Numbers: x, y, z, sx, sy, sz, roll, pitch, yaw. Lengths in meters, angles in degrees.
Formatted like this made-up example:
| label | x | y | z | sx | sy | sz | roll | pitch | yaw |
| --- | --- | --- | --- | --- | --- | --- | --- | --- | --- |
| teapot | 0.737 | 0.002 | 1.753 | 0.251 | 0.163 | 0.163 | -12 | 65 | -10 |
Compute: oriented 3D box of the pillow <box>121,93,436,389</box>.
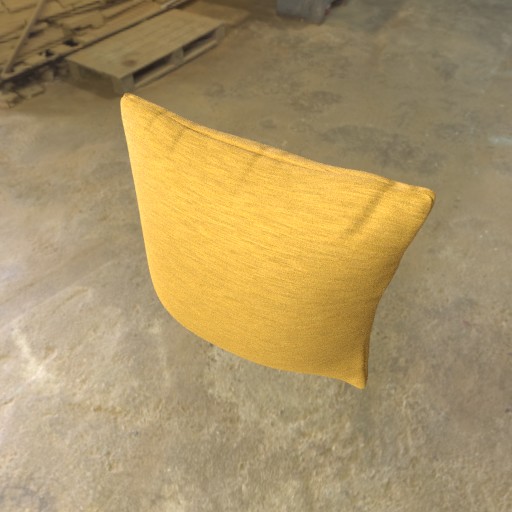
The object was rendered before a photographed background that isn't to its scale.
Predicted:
| label | x | y | z | sx | sy | sz | roll | pitch | yaw |
| --- | --- | --- | --- | --- | --- | --- | --- | --- | --- |
| pillow | 0.000 | 0.000 | 0.680 | 0.435 | 0.417 | 0.247 | 23 | 51 | 20 |
